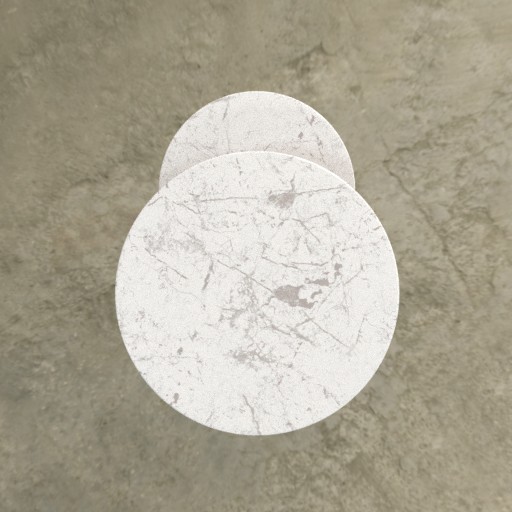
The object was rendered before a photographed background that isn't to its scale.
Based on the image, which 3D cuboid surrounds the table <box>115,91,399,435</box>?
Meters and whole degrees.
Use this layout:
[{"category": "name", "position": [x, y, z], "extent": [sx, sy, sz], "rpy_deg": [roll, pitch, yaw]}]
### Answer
[{"category": "table", "position": [0.000, 0.000, 0.899], "extent": [0.400, 0.550, 0.507], "rpy_deg": [0, 90, 0]}]
